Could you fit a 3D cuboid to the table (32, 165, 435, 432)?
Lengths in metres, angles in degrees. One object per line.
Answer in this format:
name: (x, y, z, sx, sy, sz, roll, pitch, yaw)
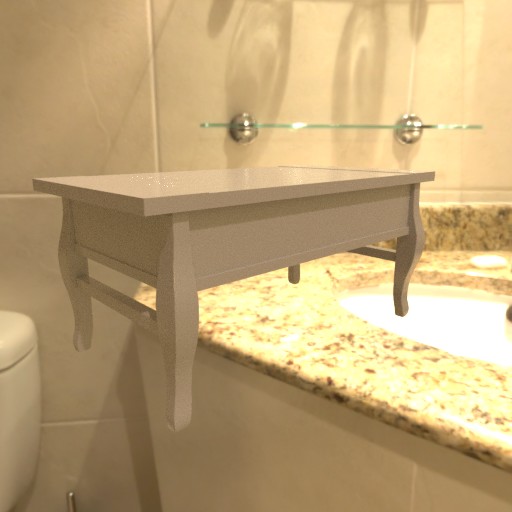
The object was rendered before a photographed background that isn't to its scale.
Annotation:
table: (0.000, 0.000, 1.367, 1.062, 0.495, 0.600, -13, 19, -41)
